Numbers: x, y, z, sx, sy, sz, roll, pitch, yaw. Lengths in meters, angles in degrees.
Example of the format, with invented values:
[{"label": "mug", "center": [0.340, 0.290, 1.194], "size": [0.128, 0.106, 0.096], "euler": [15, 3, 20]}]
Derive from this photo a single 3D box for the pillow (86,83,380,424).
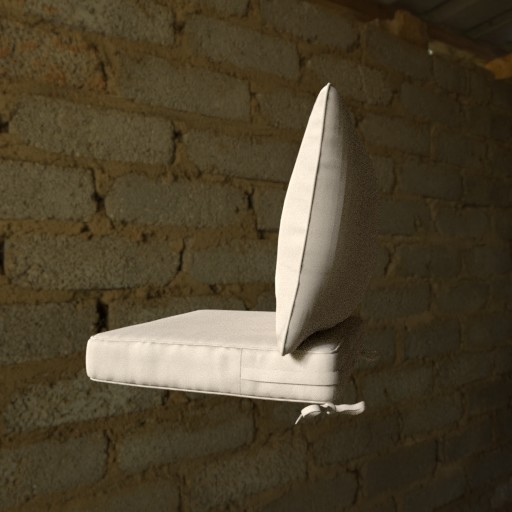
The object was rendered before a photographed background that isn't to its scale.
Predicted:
[{"label": "pillow", "center": [0.000, 0.000, 1.355], "size": [0.733, 0.716, 0.798], "euler": [0, -1, 18]}]
